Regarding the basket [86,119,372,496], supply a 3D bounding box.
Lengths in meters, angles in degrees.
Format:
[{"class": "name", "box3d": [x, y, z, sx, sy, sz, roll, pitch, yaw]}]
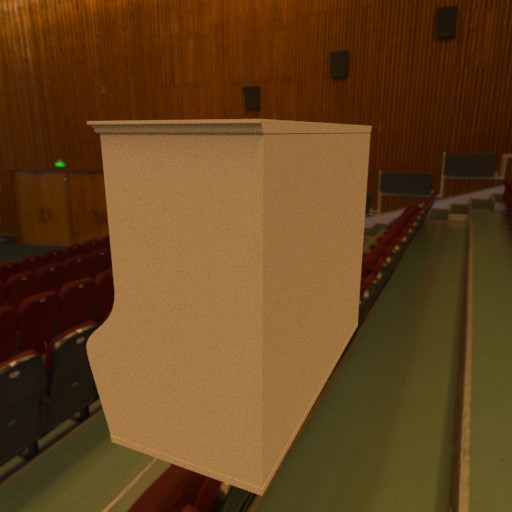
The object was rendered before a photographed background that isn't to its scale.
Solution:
[{"class": "basket", "box3d": [0.000, 0.000, 1.097, 0.376, 0.625, 0.792, 7, 17, 24]}]
